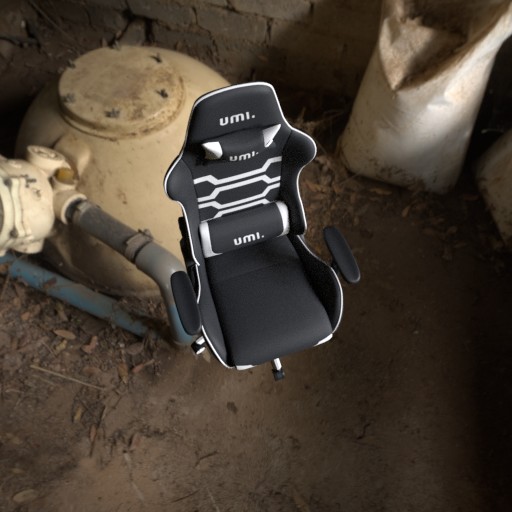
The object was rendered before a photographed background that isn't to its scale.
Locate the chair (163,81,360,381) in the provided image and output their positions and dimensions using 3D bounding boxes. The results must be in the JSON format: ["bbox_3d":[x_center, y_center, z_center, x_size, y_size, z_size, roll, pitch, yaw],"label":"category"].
[{"bbox_3d":[0.000,0.000,1.664,0.700,1.240,0.700,-17,63,-9],"label":"chair"}]
